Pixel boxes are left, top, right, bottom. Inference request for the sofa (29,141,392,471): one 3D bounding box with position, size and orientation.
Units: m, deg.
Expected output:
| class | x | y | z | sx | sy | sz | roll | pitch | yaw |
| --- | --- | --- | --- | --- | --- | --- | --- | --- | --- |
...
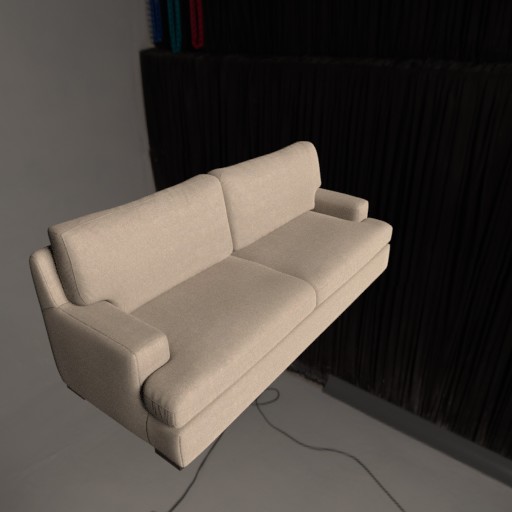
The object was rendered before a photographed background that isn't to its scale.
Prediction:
| class | x | y | z | sx | sy | sz | roll | pitch | yaw |
| --- | --- | --- | --- | --- | --- | --- | --- | --- | --- |
| sofa | 0.000 | 0.000 | 2.792 | 0.962 | 0.980 | 2.354 | 19 | 32 | 32 |
